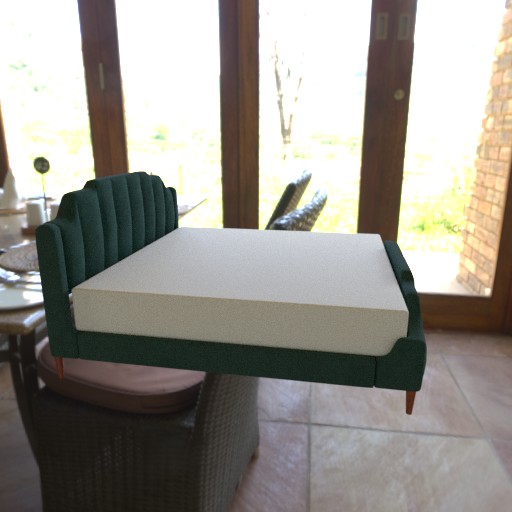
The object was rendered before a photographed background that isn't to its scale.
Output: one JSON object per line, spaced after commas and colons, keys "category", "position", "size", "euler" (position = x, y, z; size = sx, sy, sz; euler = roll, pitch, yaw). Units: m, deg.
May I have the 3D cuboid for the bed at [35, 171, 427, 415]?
{"category": "bed", "position": [0.000, 0.000, 3.535], "size": [2.340, 1.245, 2.074], "euler": [3, 16, 10]}
